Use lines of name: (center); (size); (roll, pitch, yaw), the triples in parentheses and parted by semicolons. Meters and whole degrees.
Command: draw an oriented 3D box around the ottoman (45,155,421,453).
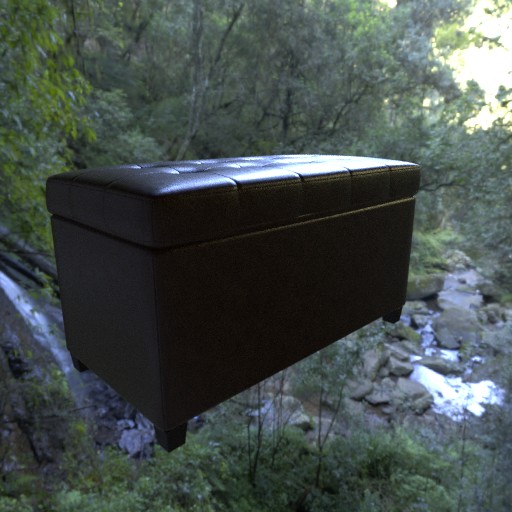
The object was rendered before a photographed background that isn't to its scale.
ottoman: (0.000, 0.000, 1.111); (0.838, 0.470, 0.432); (-15, 22, -42)
